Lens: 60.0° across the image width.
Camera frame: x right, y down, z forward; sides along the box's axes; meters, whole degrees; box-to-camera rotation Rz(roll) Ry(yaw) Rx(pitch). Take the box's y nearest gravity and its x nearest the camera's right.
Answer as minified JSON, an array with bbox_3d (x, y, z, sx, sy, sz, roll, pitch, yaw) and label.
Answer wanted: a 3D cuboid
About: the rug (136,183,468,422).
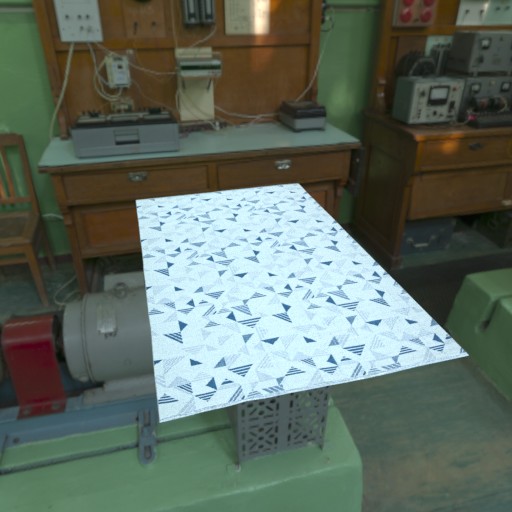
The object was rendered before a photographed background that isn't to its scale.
[{"bbox_3d":[0.000,0.000,3.043,1.512,0.009,2.457,-8,31,-13],"label":"rug"}]
